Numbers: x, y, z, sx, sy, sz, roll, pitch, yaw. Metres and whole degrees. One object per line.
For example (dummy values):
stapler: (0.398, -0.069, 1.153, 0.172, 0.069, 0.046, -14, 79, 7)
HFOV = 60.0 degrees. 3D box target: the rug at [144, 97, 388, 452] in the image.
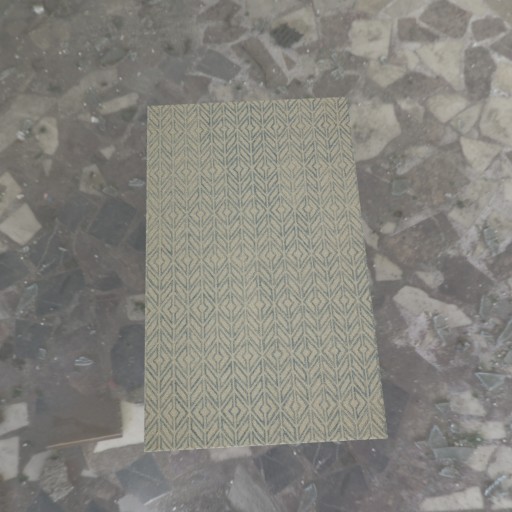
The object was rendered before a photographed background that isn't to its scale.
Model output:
rug: (0.000, 0.000, 3.076, 1.526, 0.008, 2.441, -3, 75, -1)
